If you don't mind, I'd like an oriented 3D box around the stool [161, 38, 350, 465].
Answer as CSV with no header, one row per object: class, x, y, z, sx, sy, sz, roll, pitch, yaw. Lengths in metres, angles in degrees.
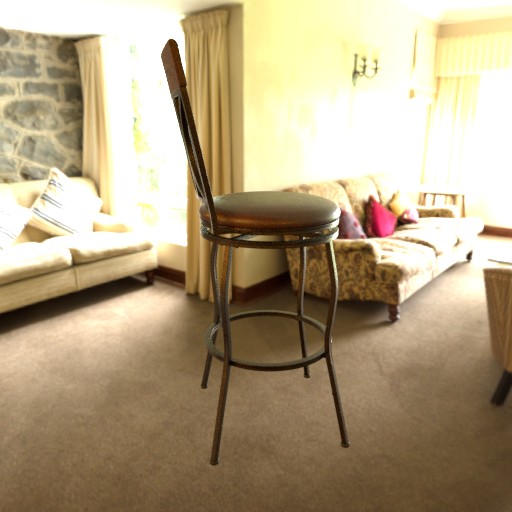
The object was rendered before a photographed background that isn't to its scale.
stool,0.000,0.000,1.368,0.513,1.130,0.448,-3,16,-10
